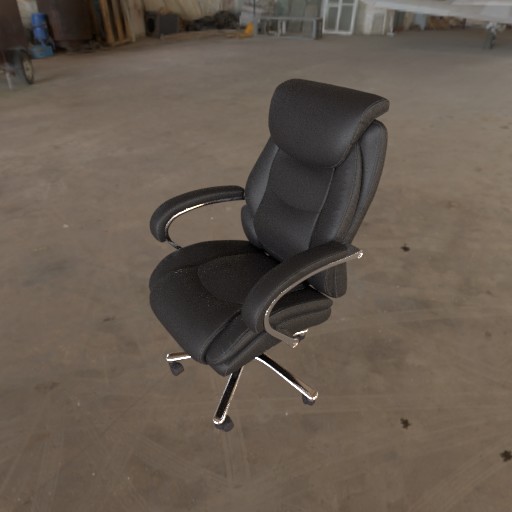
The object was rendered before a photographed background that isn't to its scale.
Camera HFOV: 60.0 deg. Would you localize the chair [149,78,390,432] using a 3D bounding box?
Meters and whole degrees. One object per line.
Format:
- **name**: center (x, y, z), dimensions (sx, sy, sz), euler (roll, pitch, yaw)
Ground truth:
- **chair**: center (0.000, 0.000, 1.725), dimensions (0.790, 1.183, 0.755), euler (-21, 37, -30)
